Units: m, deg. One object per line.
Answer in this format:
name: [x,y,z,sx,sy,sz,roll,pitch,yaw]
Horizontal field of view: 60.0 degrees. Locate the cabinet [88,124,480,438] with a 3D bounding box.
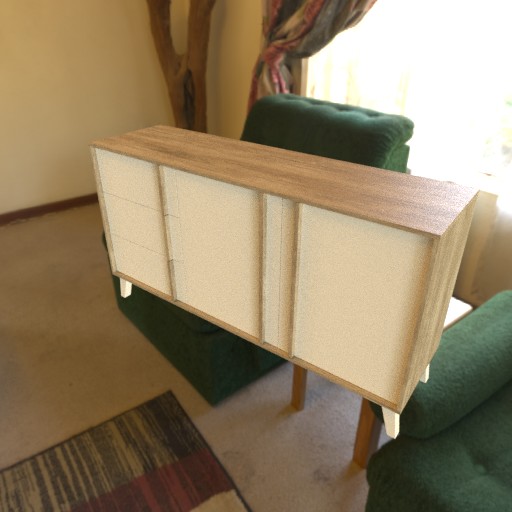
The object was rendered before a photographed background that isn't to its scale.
cabinet: [0.000,0.000,2.008,1.600,0.870,0.450,20,35,31]
